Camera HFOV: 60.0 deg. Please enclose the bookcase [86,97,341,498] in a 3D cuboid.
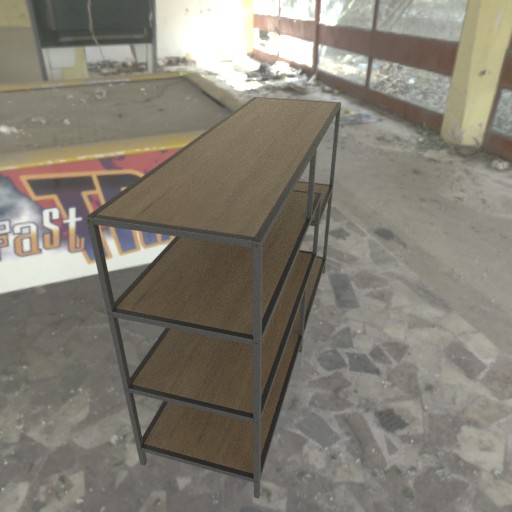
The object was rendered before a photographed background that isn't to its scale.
[{"bbox_3d":[0.000,0.000,1.480,0.350,0.780,1.140,9,32,14],"label":"bookcase"}]
